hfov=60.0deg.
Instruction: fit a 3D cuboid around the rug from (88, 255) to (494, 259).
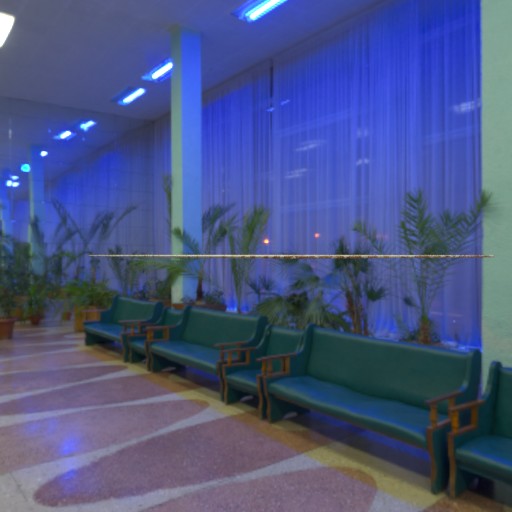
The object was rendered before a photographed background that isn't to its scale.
[{"bbox_3d":[0.000,0.000,3.002,1.517,0.011,2.435,0,0,-37],"label":"rug"}]
